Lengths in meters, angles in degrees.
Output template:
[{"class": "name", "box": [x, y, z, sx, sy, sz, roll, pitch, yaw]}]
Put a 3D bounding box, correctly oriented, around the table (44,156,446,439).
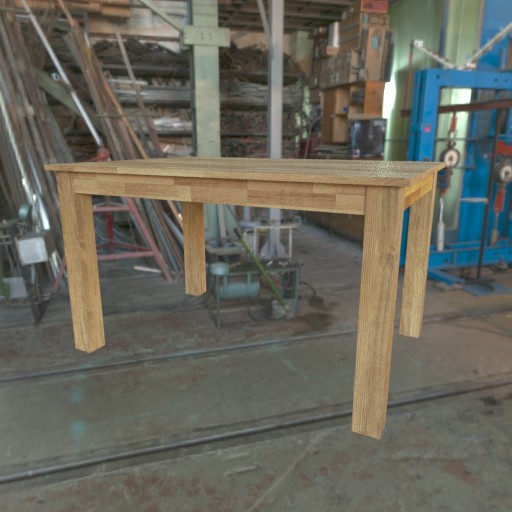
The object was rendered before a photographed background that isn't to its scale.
[{"class": "table", "box": [0.000, 0.000, 1.831, 1.300, 0.750, 0.900, 8, 17, 27]}]
